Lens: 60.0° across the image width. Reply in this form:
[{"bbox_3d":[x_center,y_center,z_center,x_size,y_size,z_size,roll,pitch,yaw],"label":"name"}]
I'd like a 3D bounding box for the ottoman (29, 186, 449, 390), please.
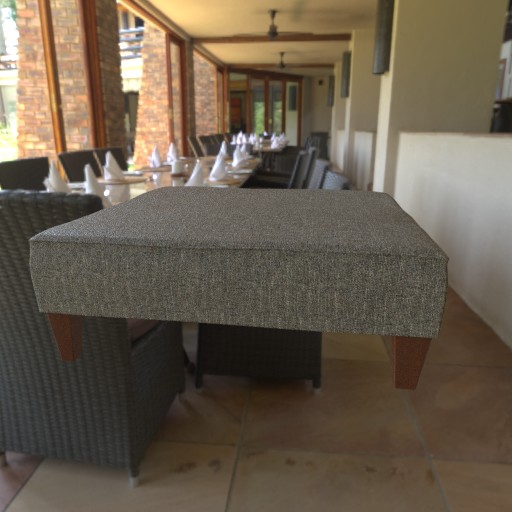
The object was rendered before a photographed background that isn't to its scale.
[{"bbox_3d":[0.000,0.000,1.515,1.016,0.379,0.981,2,16,8],"label":"ottoman"}]
